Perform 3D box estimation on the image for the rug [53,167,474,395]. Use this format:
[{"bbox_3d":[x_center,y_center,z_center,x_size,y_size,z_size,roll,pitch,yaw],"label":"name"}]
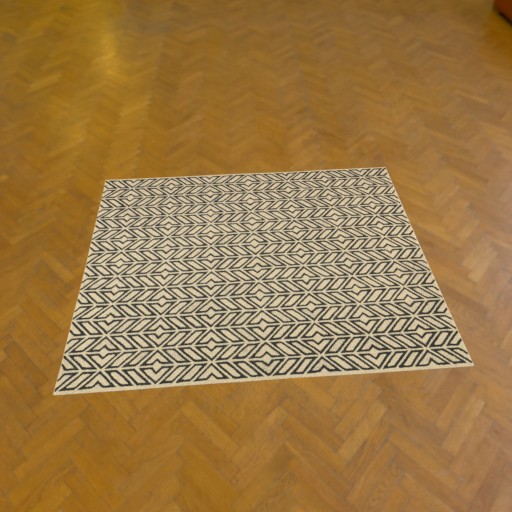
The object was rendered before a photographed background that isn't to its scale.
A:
[{"bbox_3d":[0.000,0.000,4.002,3.045,0.008,2.421,-3,48,-3],"label":"rug"}]
